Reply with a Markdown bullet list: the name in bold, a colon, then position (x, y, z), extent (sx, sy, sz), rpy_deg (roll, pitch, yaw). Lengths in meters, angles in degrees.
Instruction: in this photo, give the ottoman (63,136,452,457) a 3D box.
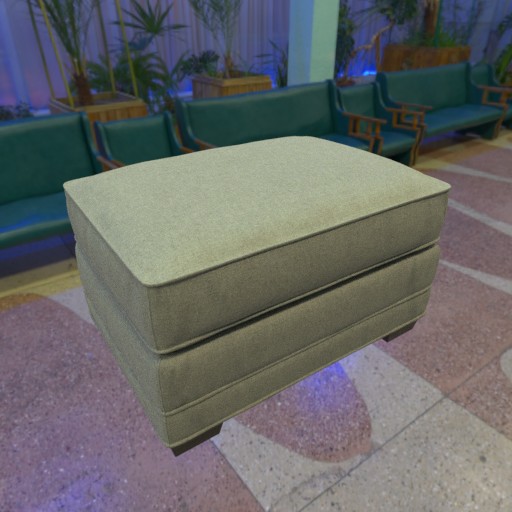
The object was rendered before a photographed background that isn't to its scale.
- **ottoman**: position (0.000, 0.000, 1.225), extent (0.848, 0.508, 0.611), rpy_deg (-19, 35, -29)
